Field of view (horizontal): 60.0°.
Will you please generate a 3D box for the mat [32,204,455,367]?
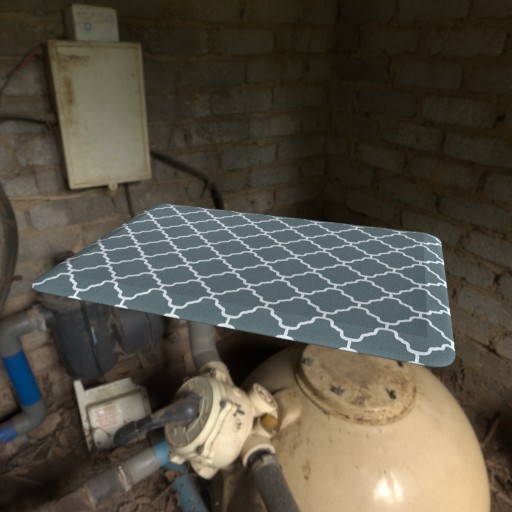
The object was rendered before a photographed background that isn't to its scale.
[{"bbox_3d":[0.000,0.000,0.945,0.762,0.021,0.508,8,27,16],"label":"mat"}]
